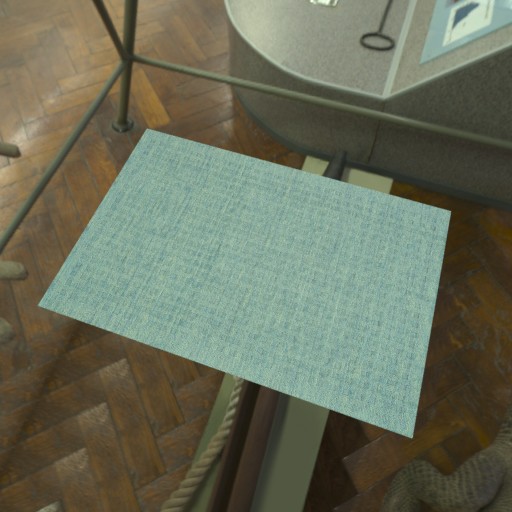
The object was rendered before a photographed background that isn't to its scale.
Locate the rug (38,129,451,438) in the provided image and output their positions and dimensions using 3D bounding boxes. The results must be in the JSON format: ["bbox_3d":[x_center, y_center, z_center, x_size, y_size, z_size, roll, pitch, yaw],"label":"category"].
[{"bbox_3d":[0.000,0.000,2.862,2.286,0.006,1.522,17,64,9],"label":"rug"}]
